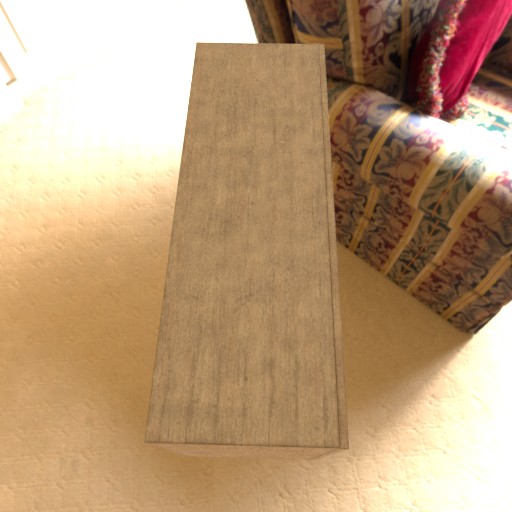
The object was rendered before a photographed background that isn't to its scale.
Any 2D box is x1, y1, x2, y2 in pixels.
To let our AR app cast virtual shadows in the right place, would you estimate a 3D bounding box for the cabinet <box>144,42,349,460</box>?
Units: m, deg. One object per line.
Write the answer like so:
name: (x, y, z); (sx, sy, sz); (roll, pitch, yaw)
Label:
cabinet: (0.000, 0.000, 1.784); (0.511, 0.825, 1.460); (1, 63, 1)
